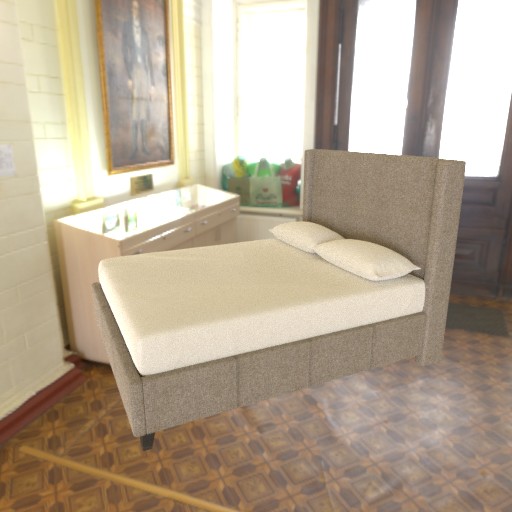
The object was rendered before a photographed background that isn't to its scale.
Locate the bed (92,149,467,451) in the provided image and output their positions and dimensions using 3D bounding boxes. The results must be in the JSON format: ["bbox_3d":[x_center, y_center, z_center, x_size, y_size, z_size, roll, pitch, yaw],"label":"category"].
[{"bbox_3d":[0.000,0.000,3.360,2.245,1.481,1.714,-8,18,-25],"label":"bed"}]
